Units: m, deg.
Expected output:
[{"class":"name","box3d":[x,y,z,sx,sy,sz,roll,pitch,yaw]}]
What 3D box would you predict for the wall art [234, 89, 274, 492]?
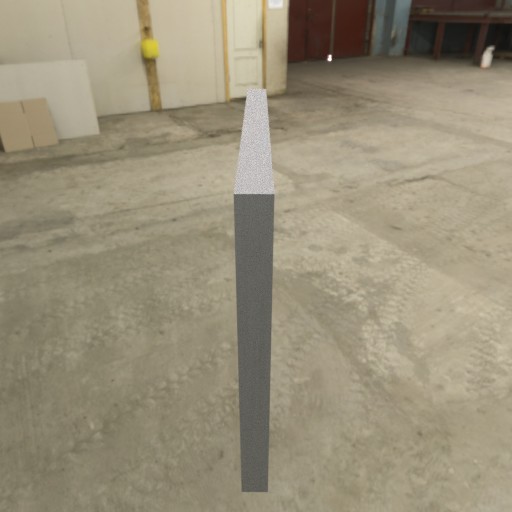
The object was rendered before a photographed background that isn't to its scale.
[{"class":"wall art","box3d":[0.000,0.000,0.757,0.037,0.450,0.557,0,30,0]}]
